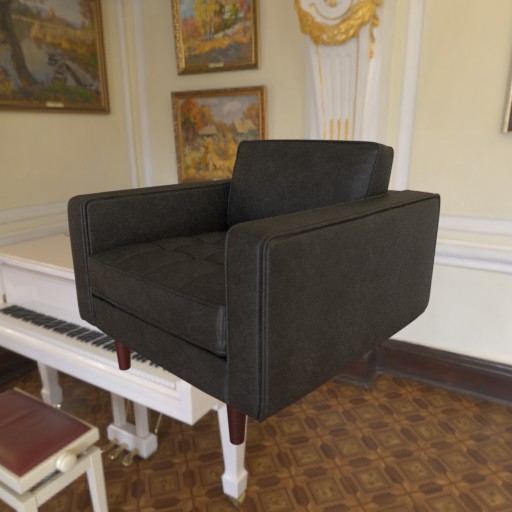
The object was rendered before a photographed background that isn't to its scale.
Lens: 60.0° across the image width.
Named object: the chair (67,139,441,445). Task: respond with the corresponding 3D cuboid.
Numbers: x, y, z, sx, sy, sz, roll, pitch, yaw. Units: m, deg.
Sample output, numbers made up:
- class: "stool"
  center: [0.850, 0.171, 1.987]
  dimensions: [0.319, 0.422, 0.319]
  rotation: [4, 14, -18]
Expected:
- class: "chair"
  center: [0.000, 0.000, 1.509]
  dimensions: [0.889, 0.763, 0.914]
  rotation: [14, 21, 41]
